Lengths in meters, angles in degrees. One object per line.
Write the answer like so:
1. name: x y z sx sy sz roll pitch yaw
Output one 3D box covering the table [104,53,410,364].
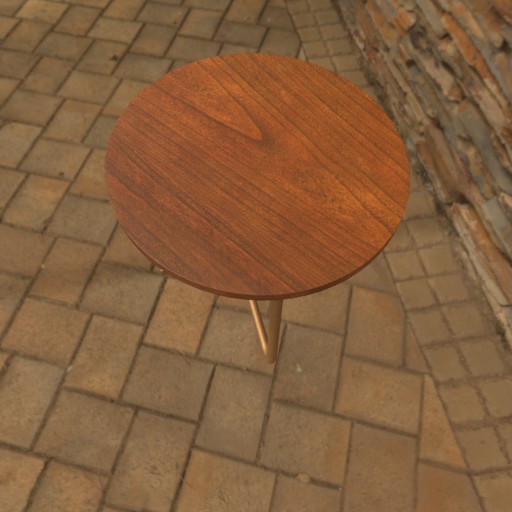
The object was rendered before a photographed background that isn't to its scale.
1. table: 0.000 0.000 1.088 0.530 0.706 0.577 -13 59 -8
